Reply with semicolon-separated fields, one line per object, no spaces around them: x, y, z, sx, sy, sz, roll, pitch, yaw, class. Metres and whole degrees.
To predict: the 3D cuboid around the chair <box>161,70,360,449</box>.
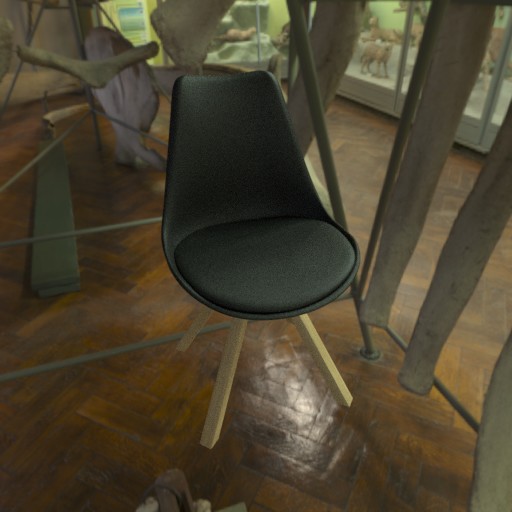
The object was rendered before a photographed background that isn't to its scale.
0.000;0.000;1.201;0.485;0.850;0.549;-11;34;-16;chair
